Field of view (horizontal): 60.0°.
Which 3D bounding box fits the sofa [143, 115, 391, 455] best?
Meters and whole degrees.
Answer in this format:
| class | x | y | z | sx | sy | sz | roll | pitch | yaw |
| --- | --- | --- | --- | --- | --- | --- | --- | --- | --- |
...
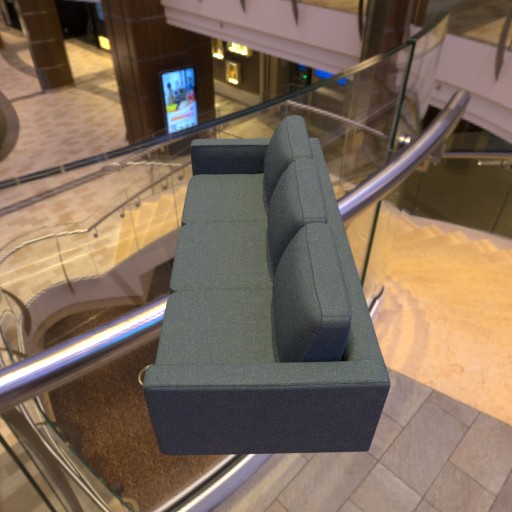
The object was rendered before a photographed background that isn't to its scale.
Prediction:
| class | x | y | z | sx | sy | sz | roll | pitch | yaw |
| --- | --- | --- | --- | --- | --- | --- | --- | --- | --- |
| sofa | 0.000 | 0.000 | 2.503 | 0.935 | 0.945 | 2.013 | -1 | 40 | -1 |
